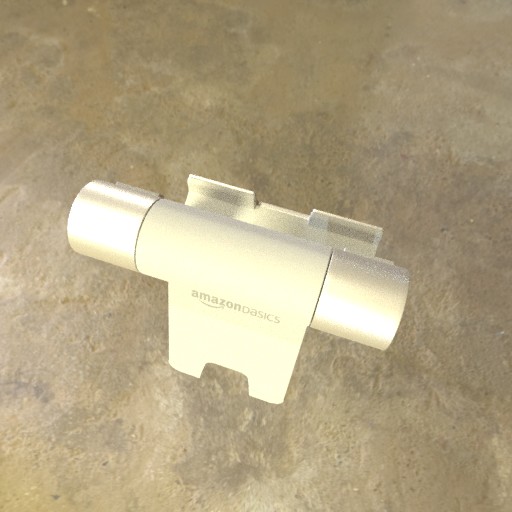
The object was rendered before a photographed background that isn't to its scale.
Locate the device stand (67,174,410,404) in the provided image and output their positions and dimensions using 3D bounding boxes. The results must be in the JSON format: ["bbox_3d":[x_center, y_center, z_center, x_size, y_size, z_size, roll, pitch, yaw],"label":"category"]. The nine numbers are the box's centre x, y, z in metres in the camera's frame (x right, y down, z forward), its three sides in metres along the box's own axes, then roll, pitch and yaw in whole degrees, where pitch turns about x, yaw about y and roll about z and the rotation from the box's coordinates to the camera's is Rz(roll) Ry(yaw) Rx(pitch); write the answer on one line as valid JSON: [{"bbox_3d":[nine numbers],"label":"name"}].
[{"bbox_3d":[0.000,0.000,0.154,0.086,0.084,0.079,17,65,8],"label":"device stand"}]
